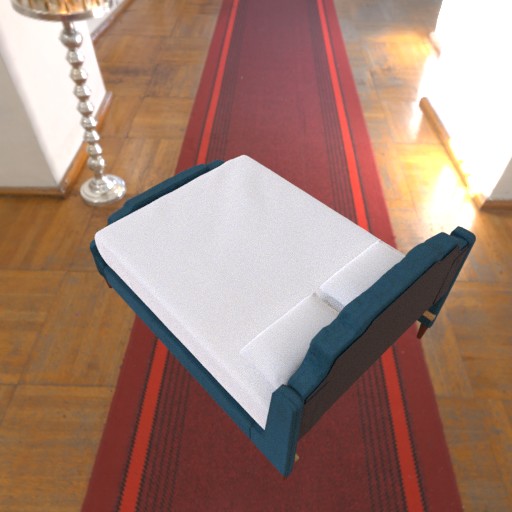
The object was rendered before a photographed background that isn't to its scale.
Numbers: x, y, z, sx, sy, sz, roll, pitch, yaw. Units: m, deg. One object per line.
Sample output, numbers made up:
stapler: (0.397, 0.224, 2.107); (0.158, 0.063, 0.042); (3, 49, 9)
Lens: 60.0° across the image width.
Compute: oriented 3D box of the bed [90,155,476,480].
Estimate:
bed: (0.000, 0.000, 3.327); (1.676, 1.351, 2.322); (-34, 56, -27)
